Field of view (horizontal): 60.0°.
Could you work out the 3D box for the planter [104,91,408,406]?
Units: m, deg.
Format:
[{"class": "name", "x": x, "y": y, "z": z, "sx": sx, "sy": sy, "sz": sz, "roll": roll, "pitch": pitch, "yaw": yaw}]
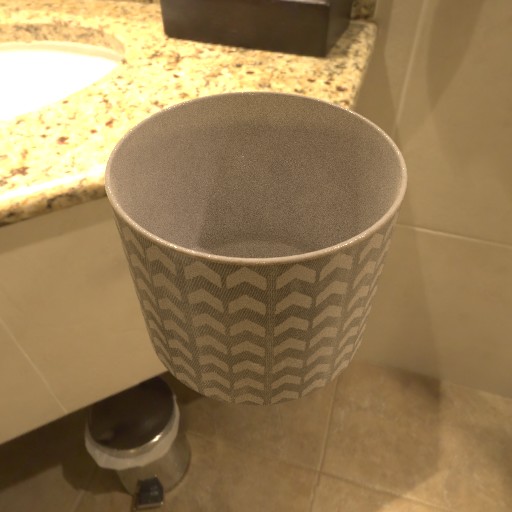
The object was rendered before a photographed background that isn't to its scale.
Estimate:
[{"class": "planter", "x": 0.000, "y": 0.000, "z": 0.459, "sx": 0.250, "sy": 0.239, "sz": 0.250, "roll": 0, "pitch": 45, "yaw": 0}]
